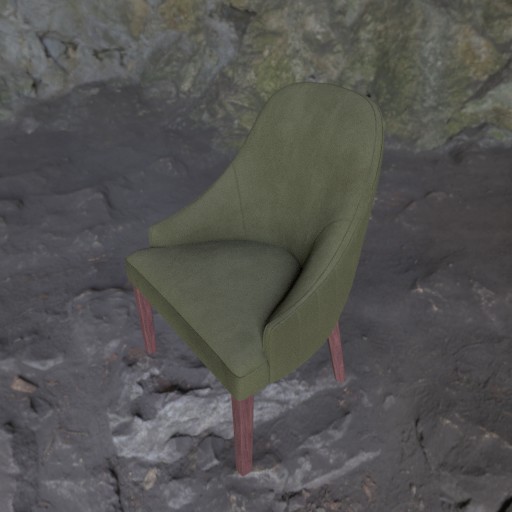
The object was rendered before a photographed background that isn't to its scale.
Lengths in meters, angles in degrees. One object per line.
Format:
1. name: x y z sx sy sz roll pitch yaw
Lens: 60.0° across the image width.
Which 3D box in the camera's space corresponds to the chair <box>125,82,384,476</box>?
1. chair: 0.000 0.000 1.291 0.575 0.889 0.643 -21 37 -31
